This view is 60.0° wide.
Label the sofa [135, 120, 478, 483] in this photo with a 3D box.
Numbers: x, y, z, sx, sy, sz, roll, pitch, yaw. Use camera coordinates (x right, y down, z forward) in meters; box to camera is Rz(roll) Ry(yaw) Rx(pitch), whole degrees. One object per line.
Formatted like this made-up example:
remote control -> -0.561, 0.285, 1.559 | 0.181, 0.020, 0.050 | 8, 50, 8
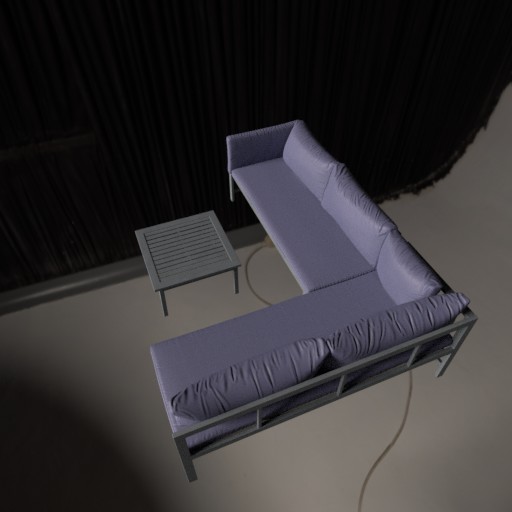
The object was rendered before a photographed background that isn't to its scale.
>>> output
sofa -> 0.000, 0.000, 2.983 | 1.658, 0.762, 2.149 | -17, 49, -15
